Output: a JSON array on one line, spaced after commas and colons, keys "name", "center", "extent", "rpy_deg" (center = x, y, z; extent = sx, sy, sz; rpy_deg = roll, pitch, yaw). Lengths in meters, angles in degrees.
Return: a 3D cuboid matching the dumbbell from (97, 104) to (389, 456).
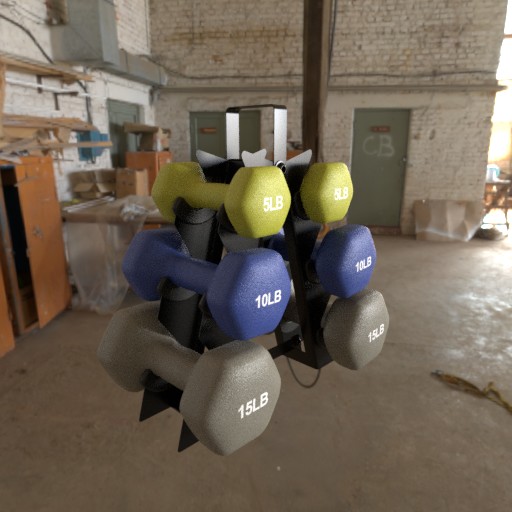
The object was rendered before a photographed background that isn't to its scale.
[{"name": "dumbbell", "center": [0.000, 0.000, 0.664], "extent": [0.261, 0.426, 0.416], "rpy_deg": [14, 20, 42]}]
